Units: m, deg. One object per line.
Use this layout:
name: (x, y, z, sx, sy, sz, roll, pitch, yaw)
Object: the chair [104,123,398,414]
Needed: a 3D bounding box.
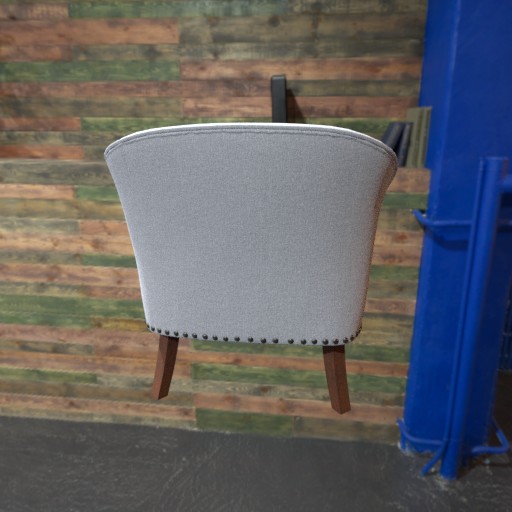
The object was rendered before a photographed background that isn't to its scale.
chair: (0.000, 0.000, 1.437, 0.798, 0.815, 0.704, 2, 16, 8)
